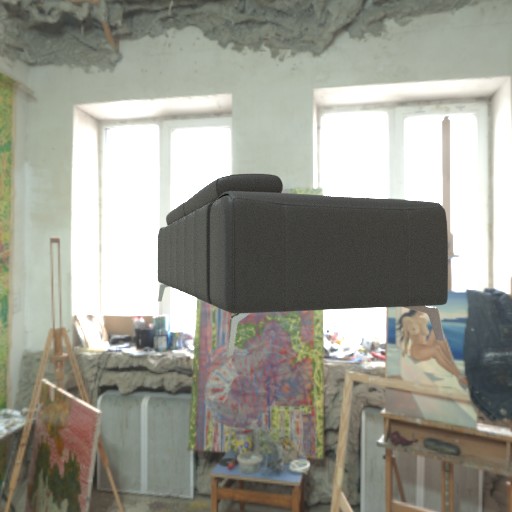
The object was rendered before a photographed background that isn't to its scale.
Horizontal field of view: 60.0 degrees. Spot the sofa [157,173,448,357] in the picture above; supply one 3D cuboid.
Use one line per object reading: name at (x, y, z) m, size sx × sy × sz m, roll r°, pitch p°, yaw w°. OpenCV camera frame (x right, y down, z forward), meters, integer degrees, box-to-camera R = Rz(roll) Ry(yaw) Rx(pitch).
sofa at (0.000, 0.000, 2.860) m, size 1.023 × 0.759 × 2.321 m, roll 0°, pitch 0°, yaw -19°
